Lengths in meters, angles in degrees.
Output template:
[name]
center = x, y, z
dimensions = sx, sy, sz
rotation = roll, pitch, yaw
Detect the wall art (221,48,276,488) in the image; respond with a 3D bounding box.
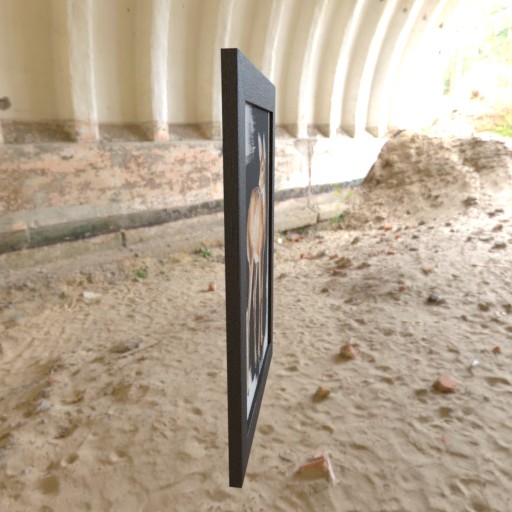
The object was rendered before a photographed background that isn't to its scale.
[wall art]
center = 0.000, 0.000, 0.666
dimensions = 0.017, 0.513, 0.359
rotation = 2, 16, 8
